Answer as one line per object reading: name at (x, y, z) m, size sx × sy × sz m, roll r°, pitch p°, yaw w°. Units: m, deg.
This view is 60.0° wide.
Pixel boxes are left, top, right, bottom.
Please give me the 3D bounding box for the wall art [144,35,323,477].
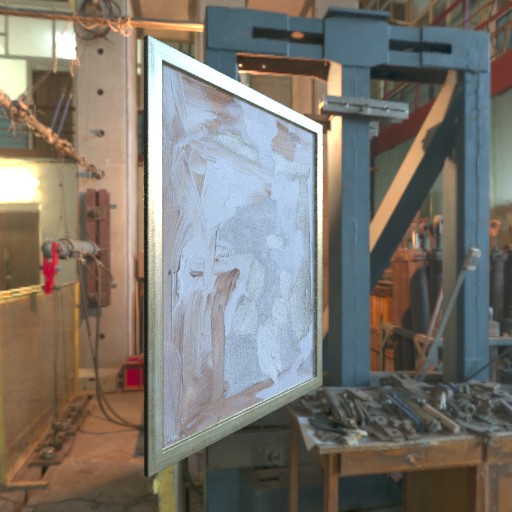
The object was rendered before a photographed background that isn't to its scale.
wall art at (0.000, 0.000, 0.758) m, size 0.009 × 0.559 × 0.483 m, roll 0°, pitch 0°, yaw 35°
